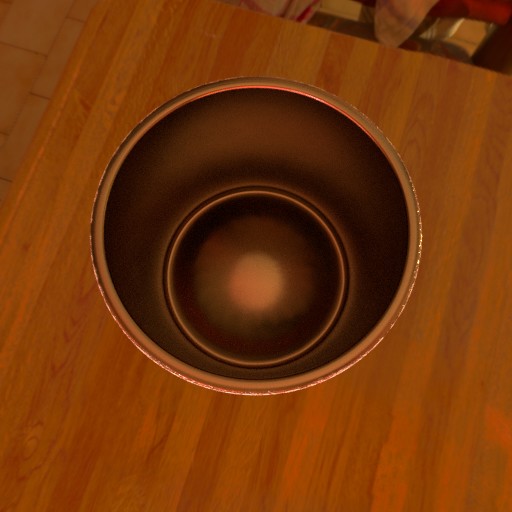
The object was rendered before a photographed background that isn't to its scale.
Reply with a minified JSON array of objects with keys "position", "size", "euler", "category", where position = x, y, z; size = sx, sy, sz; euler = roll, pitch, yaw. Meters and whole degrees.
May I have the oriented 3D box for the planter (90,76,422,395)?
[{"position":[0.000,0.000,0.386],"size":[0.221,0.201,0.221],"euler":[0,77,0],"category":"planter"}]
